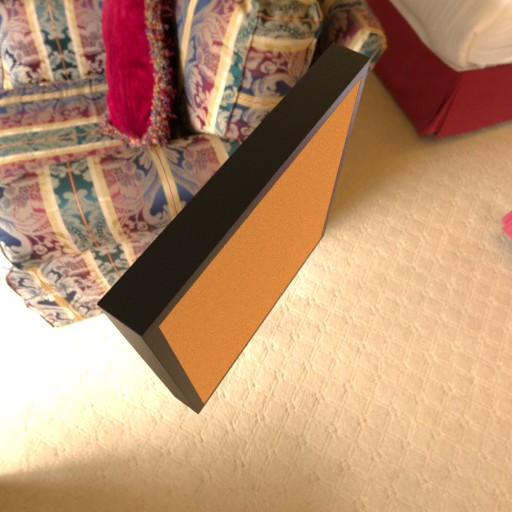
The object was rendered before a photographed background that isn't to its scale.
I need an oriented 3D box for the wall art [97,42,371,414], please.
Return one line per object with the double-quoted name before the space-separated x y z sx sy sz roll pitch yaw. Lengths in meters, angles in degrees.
"wall art" 0.000 0.000 0.460 0.037 0.299 0.299 31 66 15
